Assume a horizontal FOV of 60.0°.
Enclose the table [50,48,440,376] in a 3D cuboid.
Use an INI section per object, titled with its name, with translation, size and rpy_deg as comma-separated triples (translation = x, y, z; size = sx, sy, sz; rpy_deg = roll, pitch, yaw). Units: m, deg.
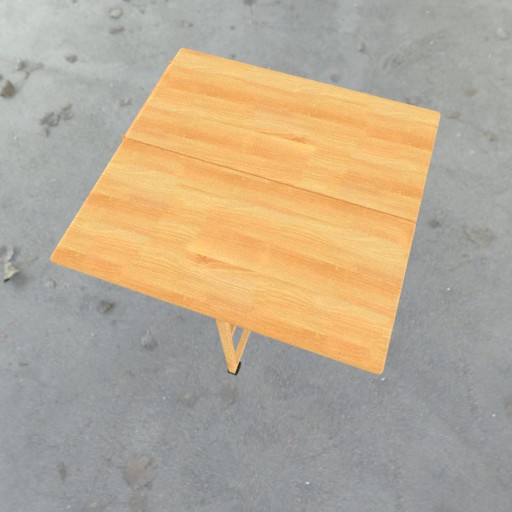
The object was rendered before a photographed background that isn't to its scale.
[table]
translation = 0.000, 0.000, 1.403
size = 0.752, 0.832, 0.693
rpy_deg = 18, 65, 9
